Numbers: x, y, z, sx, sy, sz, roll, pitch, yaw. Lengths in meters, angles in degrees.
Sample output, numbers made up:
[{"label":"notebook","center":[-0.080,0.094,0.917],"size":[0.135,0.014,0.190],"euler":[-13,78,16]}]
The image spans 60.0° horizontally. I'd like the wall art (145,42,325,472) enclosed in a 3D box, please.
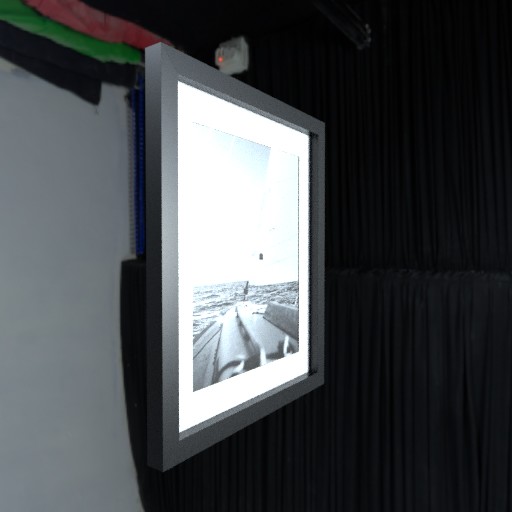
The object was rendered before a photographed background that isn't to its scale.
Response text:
[{"label":"wall art","center":[0.000,0.000,0.771],"size":[0.031,0.558,0.461],"euler":[1,2,36]}]
